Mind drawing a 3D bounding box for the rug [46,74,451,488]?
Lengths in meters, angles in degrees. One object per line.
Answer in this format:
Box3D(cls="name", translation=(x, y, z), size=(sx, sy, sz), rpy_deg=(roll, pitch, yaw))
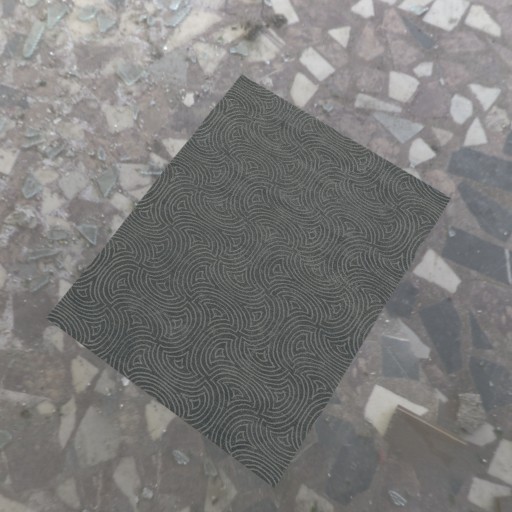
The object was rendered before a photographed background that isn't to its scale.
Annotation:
Box3D(cls="rug", translation=(0.000, 0.000, 4.085), size=(2.456, 0.021, 3.042), rpy_deg=(33, 78, 8))
